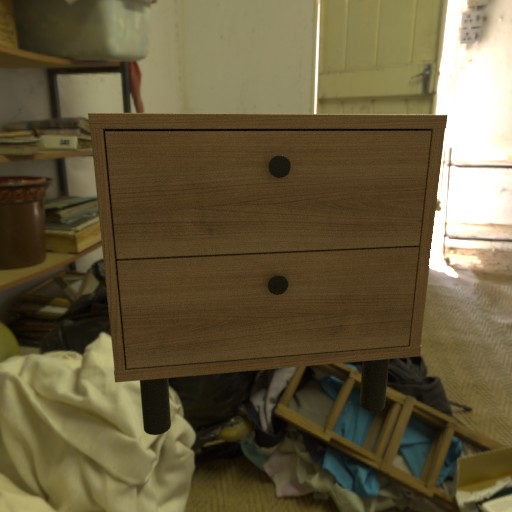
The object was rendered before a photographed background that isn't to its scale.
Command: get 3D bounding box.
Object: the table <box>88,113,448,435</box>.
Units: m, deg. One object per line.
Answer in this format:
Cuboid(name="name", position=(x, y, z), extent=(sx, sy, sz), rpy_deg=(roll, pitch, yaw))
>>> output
Cuboid(name="table", position=(0.000, 0.000, 0.768), extent=(0.445, 0.460, 0.380), rpy_deg=(-3, 16, -9))
